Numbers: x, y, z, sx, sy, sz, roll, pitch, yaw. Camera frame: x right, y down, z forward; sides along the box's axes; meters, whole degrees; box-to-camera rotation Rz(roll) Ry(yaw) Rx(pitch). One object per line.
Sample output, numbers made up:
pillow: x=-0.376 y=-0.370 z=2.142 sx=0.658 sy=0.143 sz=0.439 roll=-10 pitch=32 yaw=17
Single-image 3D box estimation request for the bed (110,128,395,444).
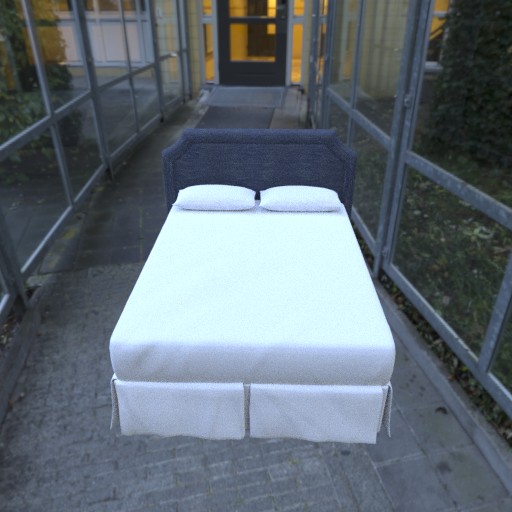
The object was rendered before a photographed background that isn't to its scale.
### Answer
bed: x=0.000 y=0.000 z=3.148 sx=1.693 sy=1.290 sz=2.116 roll=1 pitch=30 yaw=1
